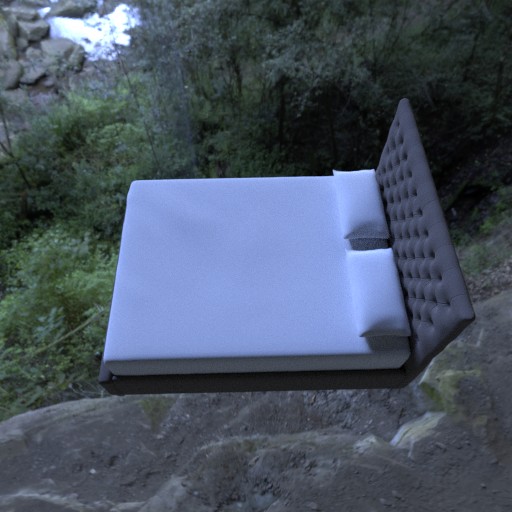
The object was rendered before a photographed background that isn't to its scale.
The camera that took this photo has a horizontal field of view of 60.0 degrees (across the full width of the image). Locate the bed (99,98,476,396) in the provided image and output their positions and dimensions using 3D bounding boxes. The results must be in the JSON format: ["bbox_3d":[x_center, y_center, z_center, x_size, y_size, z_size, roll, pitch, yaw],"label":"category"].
[{"bbox_3d":[0.000,0.000,3.262,2.233,1.426,1.696,-1,59,-1],"label":"bed"}]
